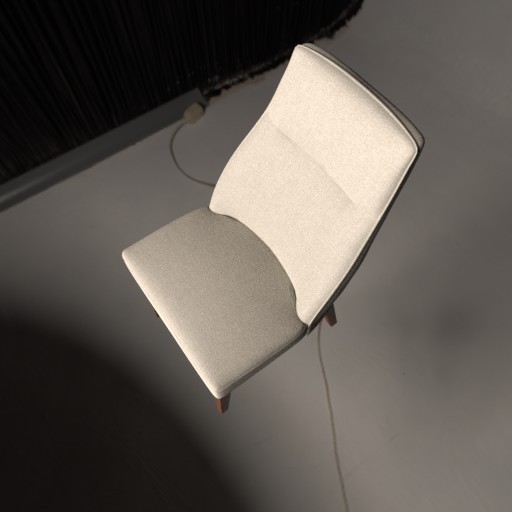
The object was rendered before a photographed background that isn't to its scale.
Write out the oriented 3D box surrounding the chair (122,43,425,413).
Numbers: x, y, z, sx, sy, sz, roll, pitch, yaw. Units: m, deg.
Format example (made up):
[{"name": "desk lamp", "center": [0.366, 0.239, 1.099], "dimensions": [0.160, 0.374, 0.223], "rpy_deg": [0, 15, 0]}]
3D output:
[{"name": "chair", "center": [0.000, 0.000, 1.255], "dimensions": [0.620, 0.930, 0.500], "rpy_deg": [-33, 68, -16]}]
